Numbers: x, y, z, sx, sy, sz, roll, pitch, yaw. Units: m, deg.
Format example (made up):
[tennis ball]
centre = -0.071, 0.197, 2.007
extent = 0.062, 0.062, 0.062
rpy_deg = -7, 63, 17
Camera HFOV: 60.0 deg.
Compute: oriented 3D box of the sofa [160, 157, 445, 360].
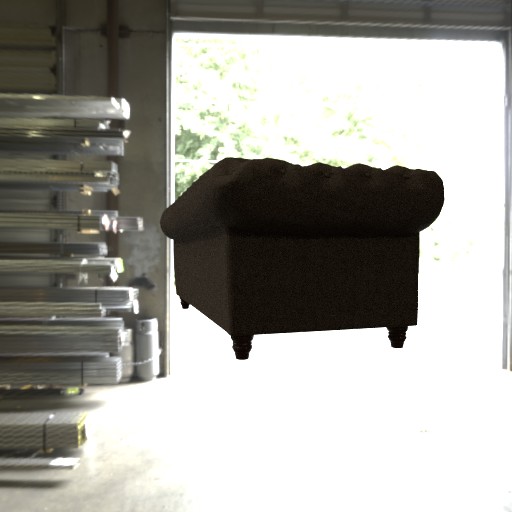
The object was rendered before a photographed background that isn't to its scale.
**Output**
[sofa]
centre = 0.000, 0.000, 2.549
extent = 0.944, 0.780, 2.048
rpy_deg = 0, 1, -17
